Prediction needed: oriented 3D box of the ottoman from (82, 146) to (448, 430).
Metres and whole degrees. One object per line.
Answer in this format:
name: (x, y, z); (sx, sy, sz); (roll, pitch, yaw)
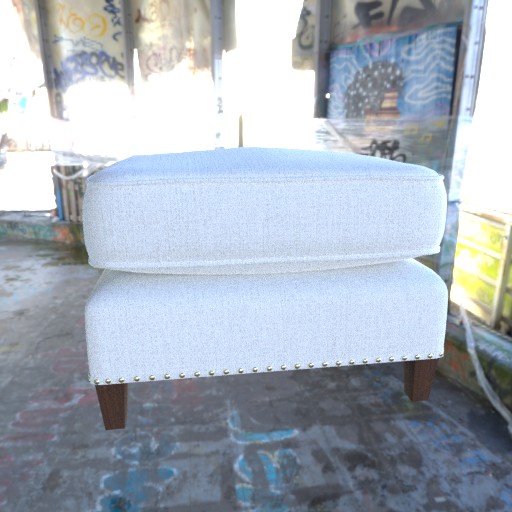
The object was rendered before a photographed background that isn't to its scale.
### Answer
ottoman: (0.000, 0.000, 1.120); (0.738, 0.537, 0.589); (-2, 16, -8)
